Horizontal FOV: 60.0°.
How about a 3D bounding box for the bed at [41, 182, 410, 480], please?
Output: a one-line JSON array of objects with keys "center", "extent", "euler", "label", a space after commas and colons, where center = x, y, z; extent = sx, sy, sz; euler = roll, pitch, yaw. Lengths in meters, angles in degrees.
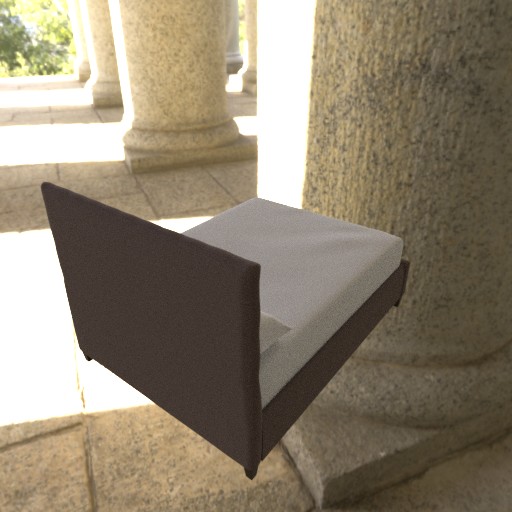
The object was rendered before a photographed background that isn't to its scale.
[{"center": [0.000, 0.000, 3.377], "extent": [1.696, 1.426, 2.233], "euler": [21, 35, 32], "label": "bed"}]
